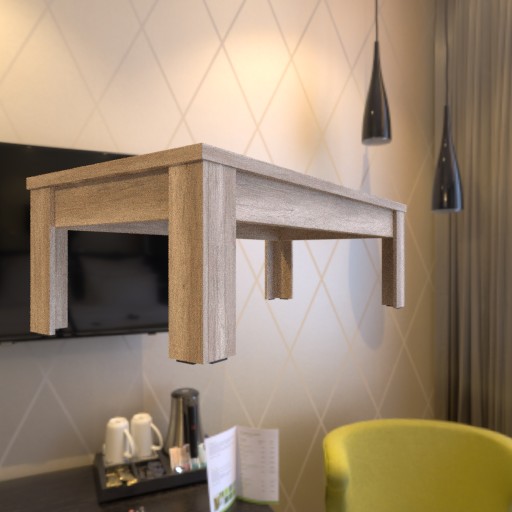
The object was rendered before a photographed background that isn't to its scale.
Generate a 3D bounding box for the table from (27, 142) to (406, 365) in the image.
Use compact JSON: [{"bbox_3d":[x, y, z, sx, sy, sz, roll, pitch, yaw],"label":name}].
[{"bbox_3d":[0.000,0.000,1.653,0.700,0.460,1.350,0,0,36],"label":"table"}]
